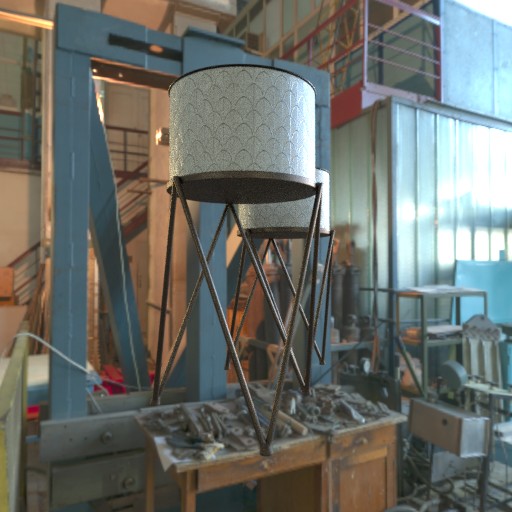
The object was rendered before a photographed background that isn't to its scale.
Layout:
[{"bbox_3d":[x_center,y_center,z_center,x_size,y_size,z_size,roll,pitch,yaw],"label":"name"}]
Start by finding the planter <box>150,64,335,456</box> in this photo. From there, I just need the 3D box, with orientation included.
[{"bbox_3d":[0.000,0.000,1.179,0.413,0.712,0.769,0,-2,17],"label":"planter"}]
